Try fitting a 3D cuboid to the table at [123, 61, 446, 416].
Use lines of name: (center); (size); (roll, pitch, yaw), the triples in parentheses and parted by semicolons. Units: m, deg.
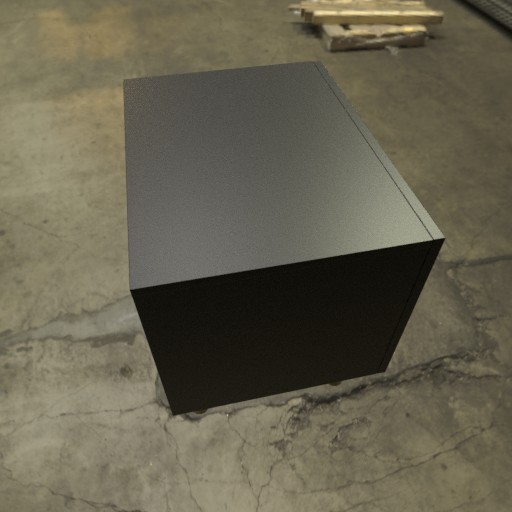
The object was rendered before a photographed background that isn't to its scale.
table: (0.000, 0.000, 0.980); (0.441, 0.584, 0.564); (-9, 48, -8)
